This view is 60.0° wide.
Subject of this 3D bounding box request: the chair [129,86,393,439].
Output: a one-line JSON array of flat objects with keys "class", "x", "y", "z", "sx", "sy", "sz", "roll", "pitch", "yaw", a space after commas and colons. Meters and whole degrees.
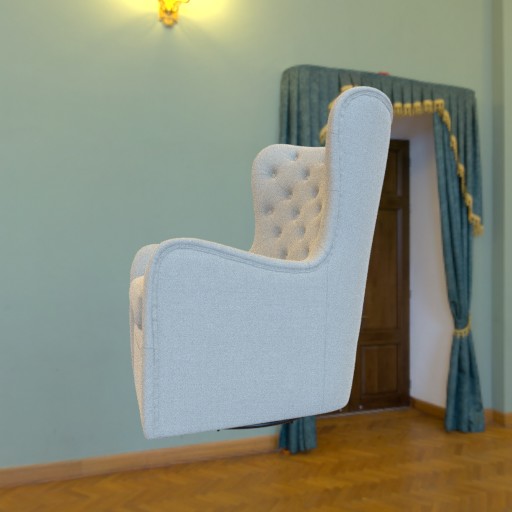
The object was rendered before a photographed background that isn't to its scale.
[{"class": "chair", "x": 0.000, "y": 0.000, "z": 1.705, "sx": 0.929, "sy": 1.079, "sz": 0.831, "roll": 0, "pitch": 0, "yaw": -18}]
